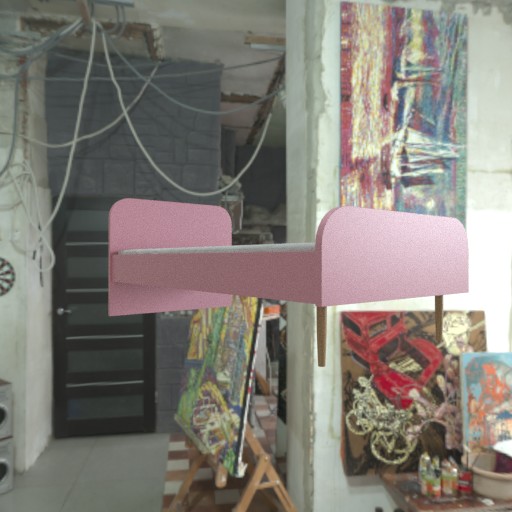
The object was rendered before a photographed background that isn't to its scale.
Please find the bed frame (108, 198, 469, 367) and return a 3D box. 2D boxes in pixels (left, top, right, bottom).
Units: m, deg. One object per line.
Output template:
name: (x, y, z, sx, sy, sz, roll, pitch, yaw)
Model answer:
bed frame: (0.000, 0.000, 2.544, 0.998, 0.805, 1.963, 0, 0, -38)
